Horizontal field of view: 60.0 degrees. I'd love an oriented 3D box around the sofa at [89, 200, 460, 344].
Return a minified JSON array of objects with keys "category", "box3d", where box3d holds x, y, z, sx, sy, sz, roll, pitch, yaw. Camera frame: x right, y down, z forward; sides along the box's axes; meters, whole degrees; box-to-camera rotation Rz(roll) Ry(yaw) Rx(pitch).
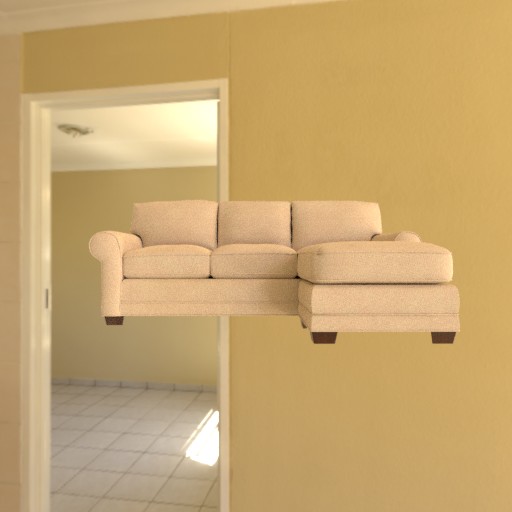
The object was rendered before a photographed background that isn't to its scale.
[{"category":"sofa","box3d":[0.000,0.000,2.413,1.770,0.734,1.226,0,0,0]}]
